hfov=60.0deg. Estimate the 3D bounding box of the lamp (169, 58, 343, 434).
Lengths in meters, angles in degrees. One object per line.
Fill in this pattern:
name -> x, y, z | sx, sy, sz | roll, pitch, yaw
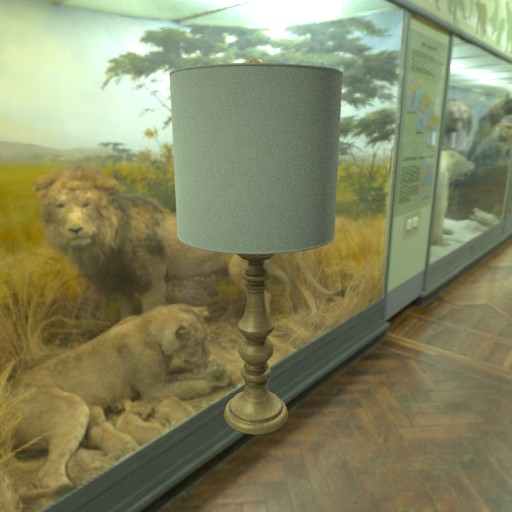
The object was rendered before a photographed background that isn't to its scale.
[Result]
lamp -> 0.000, 0.000, 0.726 | 0.250, 0.597, 0.250 | 3, 16, 10
